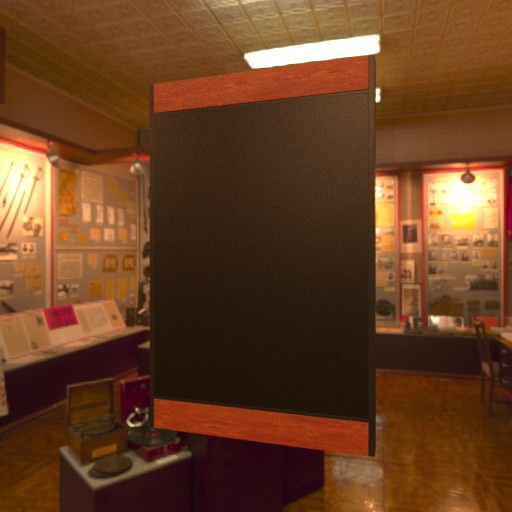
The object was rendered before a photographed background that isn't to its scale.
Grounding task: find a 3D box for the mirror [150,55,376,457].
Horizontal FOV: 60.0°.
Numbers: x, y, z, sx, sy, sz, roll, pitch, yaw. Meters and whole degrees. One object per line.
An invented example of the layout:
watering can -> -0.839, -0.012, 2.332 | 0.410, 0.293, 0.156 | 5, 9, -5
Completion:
mirror -> 0.000, 0.000, 1.008 | 0.525, 0.823, 0.047 | 0, 0, 18
